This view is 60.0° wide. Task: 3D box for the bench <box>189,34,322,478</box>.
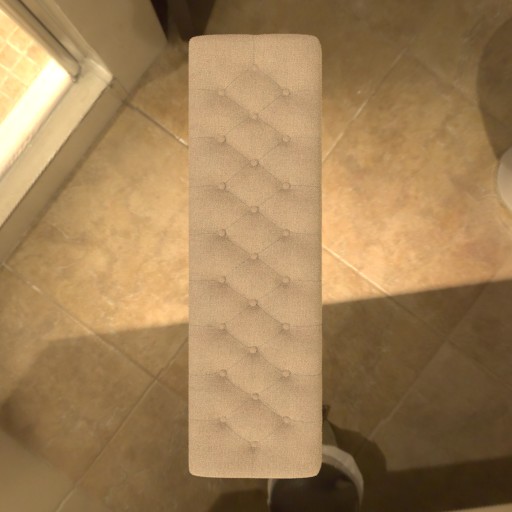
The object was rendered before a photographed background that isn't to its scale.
[{"bbox_3d":[0.000,0.000,1.678,0.455,0.467,1.480,0,90,1],"label":"bench"}]
